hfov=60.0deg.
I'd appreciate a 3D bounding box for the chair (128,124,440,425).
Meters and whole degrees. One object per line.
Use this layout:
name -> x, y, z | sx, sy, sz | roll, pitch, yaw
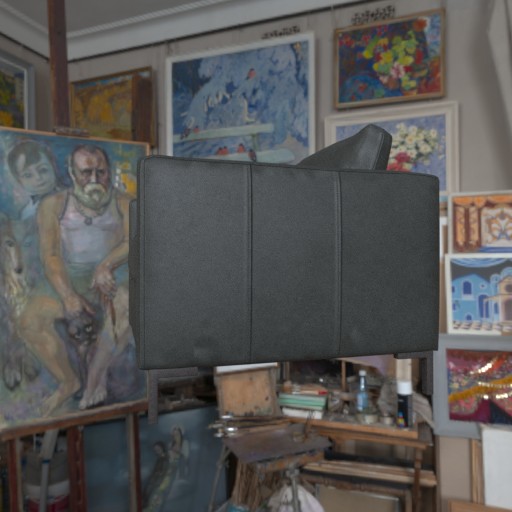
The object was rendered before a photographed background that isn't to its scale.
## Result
chair -> 0.000, 0.000, 1.515 | 0.861, 0.824, 0.967 | 0, -1, -17
